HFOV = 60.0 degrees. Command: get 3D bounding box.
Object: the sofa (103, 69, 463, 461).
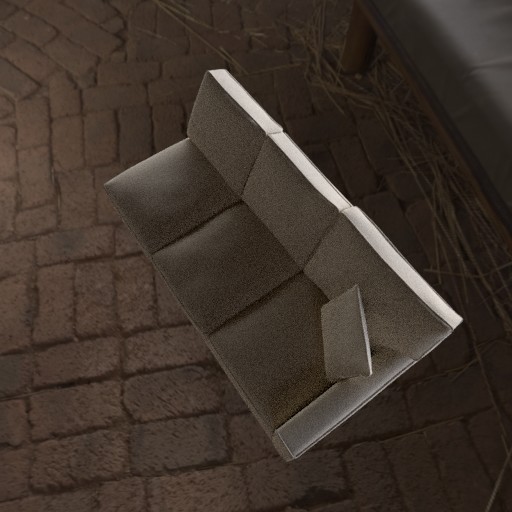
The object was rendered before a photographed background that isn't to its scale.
[{"bbox_3d":[0.000,0.000,2.565,1.034,0.946,1.963,-32,68,-15],"label":"sofa"}]
